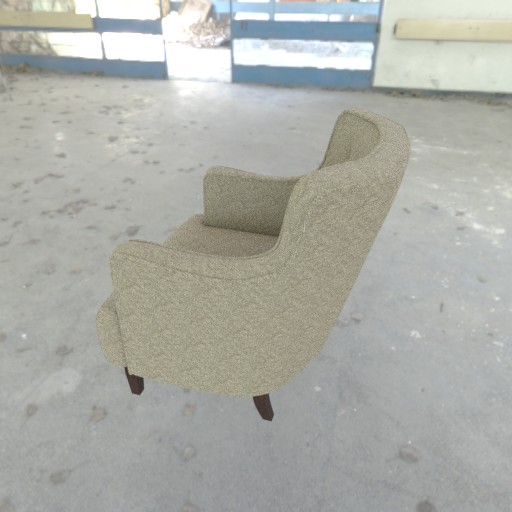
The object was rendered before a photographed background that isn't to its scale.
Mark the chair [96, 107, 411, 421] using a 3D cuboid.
[{"bbox_3d":[0.000,0.000,1.606,0.910,0.920,0.820,9,32,15],"label":"chair"}]
